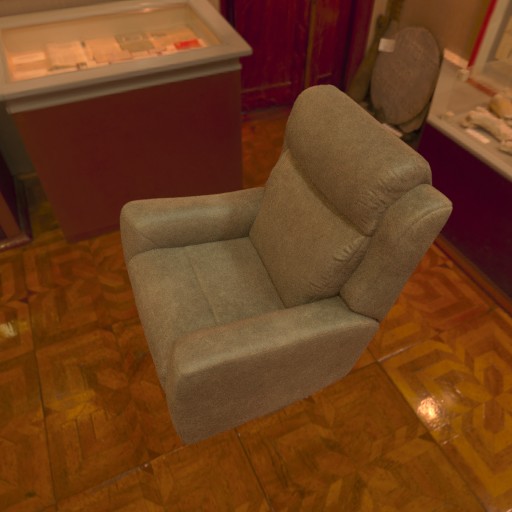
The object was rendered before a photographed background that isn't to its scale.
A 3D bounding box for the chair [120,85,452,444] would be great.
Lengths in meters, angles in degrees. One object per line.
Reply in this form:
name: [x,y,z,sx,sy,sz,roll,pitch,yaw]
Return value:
chair: [0.000,0.000,1.894,1.068,1.116,0.965,-17,49,-15]
